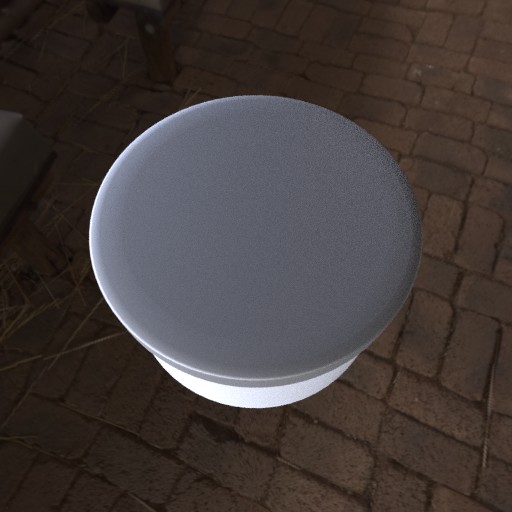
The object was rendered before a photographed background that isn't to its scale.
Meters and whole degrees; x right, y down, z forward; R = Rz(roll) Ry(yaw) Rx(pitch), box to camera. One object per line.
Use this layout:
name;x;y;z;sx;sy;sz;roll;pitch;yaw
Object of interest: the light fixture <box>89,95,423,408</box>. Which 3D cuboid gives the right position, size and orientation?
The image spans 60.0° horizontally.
light fixture;0.000;0.000;0.628;0.393;0.229;0.393;0;63;0
